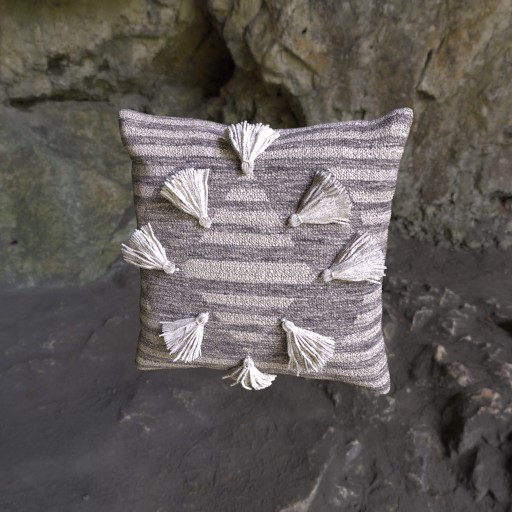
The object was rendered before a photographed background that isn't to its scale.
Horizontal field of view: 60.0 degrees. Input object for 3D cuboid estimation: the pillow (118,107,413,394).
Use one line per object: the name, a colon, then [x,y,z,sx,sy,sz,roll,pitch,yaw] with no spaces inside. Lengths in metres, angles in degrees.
pillow: [0.000,0.000,0.766,0.484,0.490,0.234,3,15,10]
